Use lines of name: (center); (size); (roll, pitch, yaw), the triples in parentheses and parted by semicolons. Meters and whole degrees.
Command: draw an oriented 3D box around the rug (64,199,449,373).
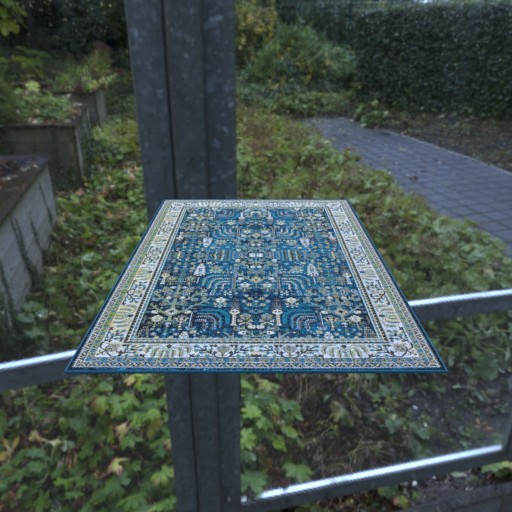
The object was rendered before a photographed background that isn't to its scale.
rug: (0.000, 0.000, 2.832); (1.594, 0.013, 2.213); (0, 26, 0)
